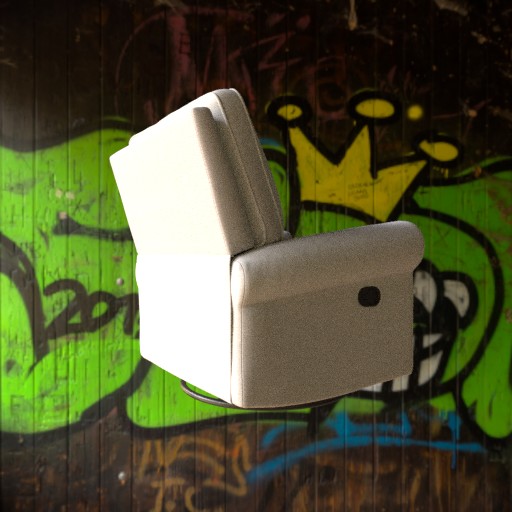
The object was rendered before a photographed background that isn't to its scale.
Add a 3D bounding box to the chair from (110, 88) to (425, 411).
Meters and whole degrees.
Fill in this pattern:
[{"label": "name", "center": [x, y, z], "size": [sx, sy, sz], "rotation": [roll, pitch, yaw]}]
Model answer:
[{"label": "chair", "center": [0.000, 0.000, 1.659], "size": [0.878, 0.960, 0.890], "rotation": [0, 0, -35]}]
